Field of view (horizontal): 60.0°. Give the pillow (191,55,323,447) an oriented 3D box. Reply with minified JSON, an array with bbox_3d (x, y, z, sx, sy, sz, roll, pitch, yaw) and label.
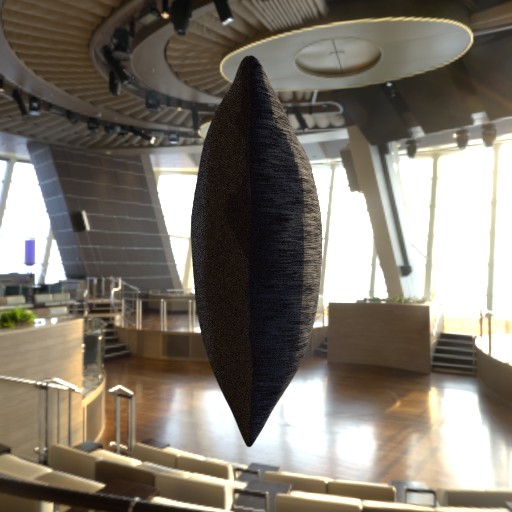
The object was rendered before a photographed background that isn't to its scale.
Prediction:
[{"bbox_3d":[0.000,0.000,0.712,0.204,0.439,0.452,0,-1,1],"label":"pillow"}]
